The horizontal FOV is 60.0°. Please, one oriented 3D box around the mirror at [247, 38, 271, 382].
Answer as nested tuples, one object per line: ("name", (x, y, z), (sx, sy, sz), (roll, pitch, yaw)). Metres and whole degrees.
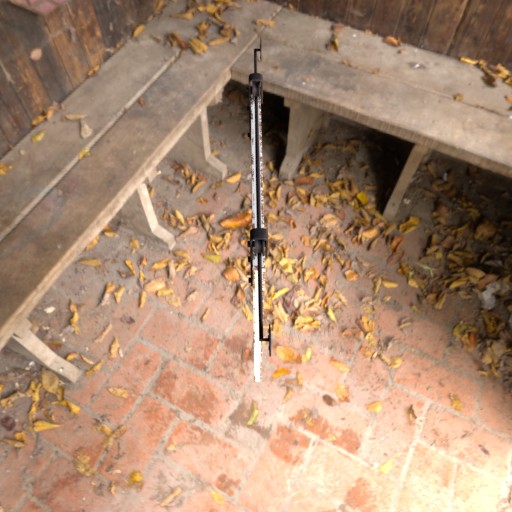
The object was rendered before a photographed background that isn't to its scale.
("mirror", (0.000, 0.000, 1.225), (0.037, 0.844, 0.808), (-1, 59, 0))
